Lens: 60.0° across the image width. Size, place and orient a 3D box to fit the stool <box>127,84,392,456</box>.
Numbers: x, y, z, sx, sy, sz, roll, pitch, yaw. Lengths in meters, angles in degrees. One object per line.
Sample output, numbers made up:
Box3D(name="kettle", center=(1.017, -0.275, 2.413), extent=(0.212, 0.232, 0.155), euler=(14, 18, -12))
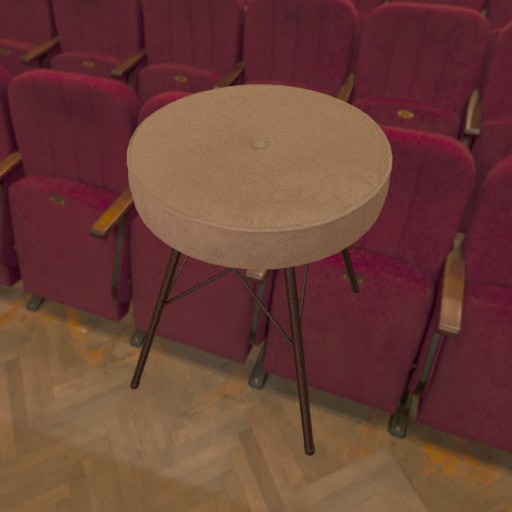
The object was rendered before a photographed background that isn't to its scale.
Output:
Box3D(name="stool", center=(0.000, 0.000, 0.871), extent=(0.423, 0.538, 0.457), euler=(15, 48, 14))
